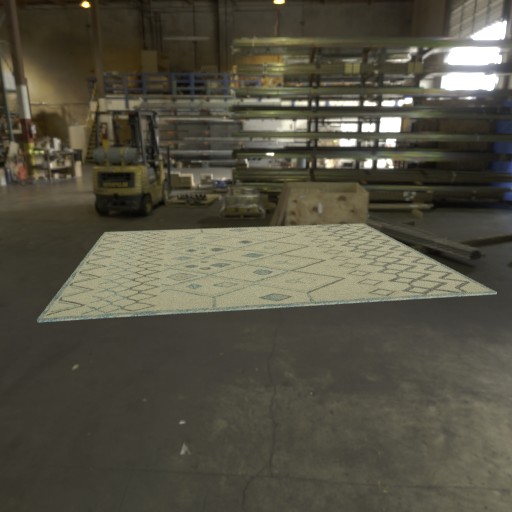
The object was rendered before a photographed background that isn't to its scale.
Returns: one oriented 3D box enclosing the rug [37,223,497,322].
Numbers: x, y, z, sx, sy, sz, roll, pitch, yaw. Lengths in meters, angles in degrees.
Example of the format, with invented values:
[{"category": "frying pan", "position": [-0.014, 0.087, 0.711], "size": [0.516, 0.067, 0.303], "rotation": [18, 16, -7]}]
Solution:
[{"category": "rug", "position": [0.000, 0.000, 4.044], "size": [3.056, 0.013, 2.441], "rotation": [-2, 16, -9]}]
